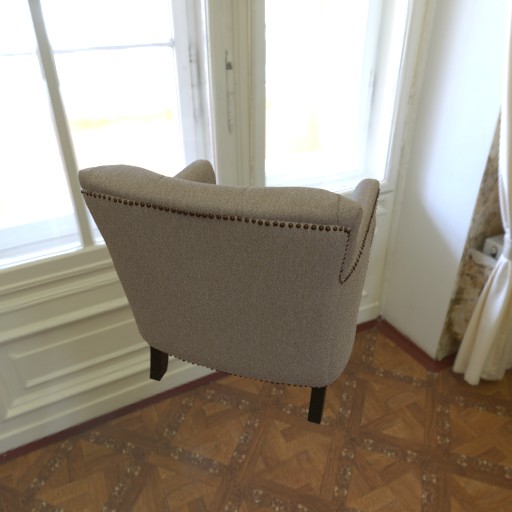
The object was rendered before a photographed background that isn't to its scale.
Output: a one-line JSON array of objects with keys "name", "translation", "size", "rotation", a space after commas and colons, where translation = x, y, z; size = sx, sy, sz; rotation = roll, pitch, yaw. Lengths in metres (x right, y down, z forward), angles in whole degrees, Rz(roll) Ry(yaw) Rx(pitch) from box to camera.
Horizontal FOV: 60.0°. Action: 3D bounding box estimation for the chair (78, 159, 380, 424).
[{"name": "chair", "translation": [0.000, 0.000, 1.521], "size": [0.737, 0.823, 0.902], "rotation": [10, 33, 16]}]
